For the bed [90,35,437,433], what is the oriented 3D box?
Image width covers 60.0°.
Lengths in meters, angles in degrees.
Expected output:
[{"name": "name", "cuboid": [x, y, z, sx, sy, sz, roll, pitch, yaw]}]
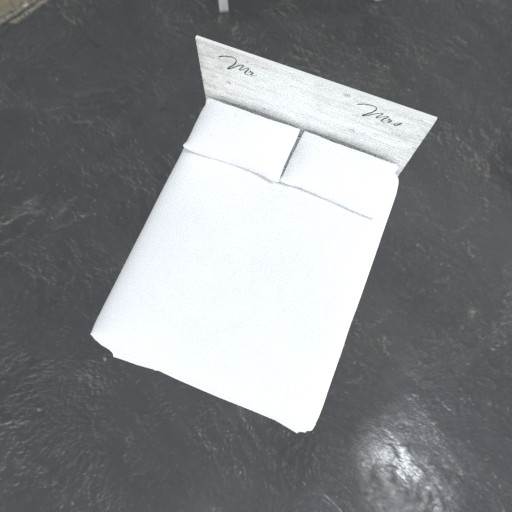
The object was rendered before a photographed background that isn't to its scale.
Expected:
[{"name": "bed", "cuboid": [0.000, 0.000, 3.138, 1.745, 1.335, 2.094, 21, 75, 6]}]
